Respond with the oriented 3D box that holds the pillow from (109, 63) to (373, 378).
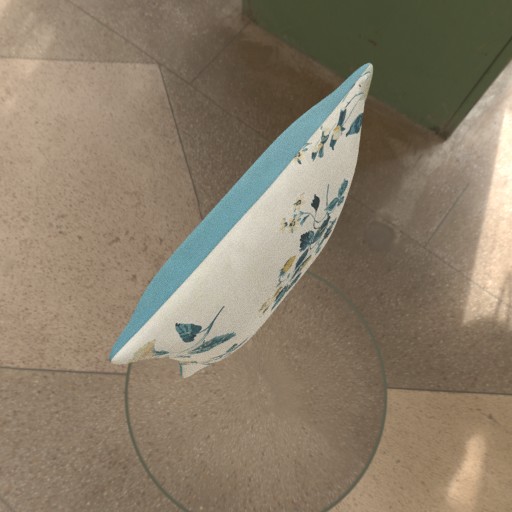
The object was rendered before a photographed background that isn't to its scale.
[{"bbox_3d":[0.000,0.000,0.803,0.166,0.507,0.526,38,77,10],"label":"pillow"}]
